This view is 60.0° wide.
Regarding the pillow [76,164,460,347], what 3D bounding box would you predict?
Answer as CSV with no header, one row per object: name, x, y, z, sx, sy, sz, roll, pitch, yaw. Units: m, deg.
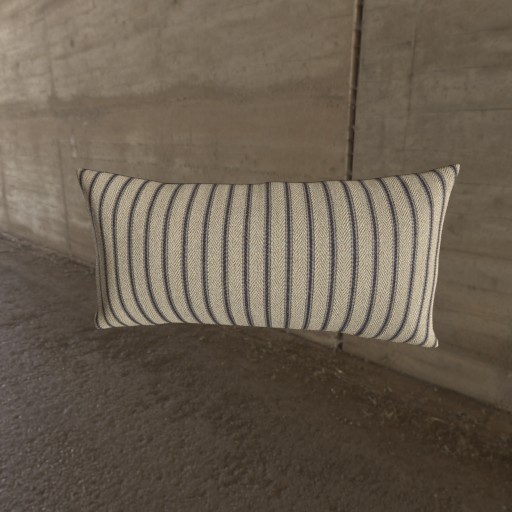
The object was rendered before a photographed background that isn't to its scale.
pillow,0.000,0.000,0.737,0.609,0.305,0.151,2,15,8
